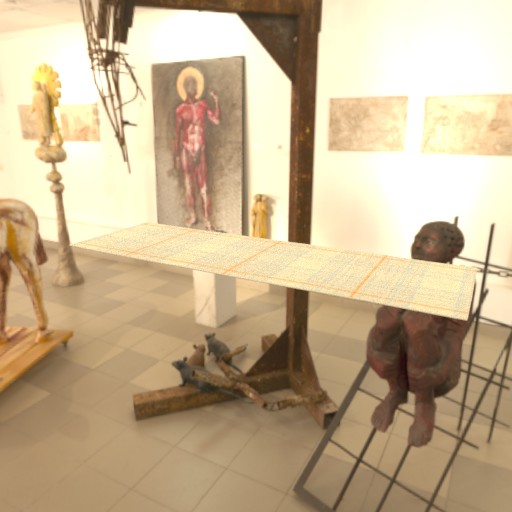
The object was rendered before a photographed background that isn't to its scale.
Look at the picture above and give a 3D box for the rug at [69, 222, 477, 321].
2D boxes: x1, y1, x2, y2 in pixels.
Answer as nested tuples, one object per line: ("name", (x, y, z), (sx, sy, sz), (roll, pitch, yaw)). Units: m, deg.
("rug", (0.000, 0.000, 2.745), (2.442, 0.016, 0.770), (9, 19, 27))
